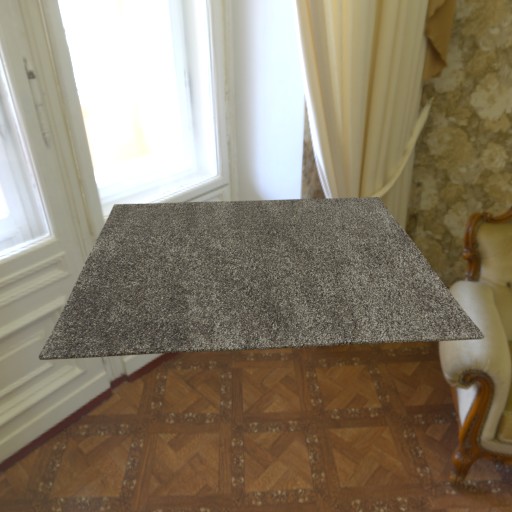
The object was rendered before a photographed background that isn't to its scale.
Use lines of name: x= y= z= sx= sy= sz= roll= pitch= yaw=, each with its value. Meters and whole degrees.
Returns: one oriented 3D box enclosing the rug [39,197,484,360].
rug: x=0.000 y=0.000 z=3.990 sx=3.000 sy=0.025 sz=2.401 roll=-2 pitch=31 yaw=-3
